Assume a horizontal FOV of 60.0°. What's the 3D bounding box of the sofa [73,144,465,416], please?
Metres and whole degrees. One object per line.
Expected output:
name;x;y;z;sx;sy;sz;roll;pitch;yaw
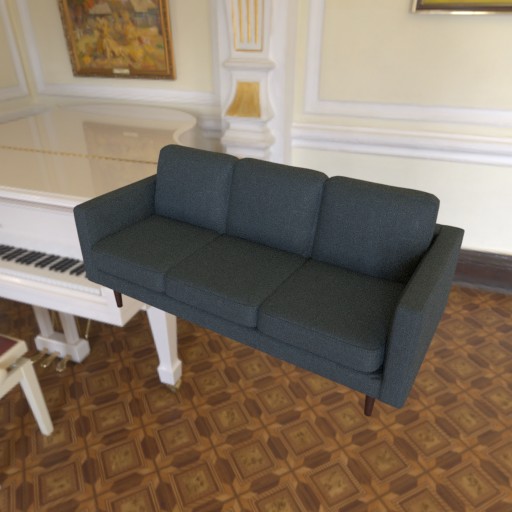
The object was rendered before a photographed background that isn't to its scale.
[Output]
sofa;0.000;0.000;2.560;2.013;0.945;0.935;17;33;28
